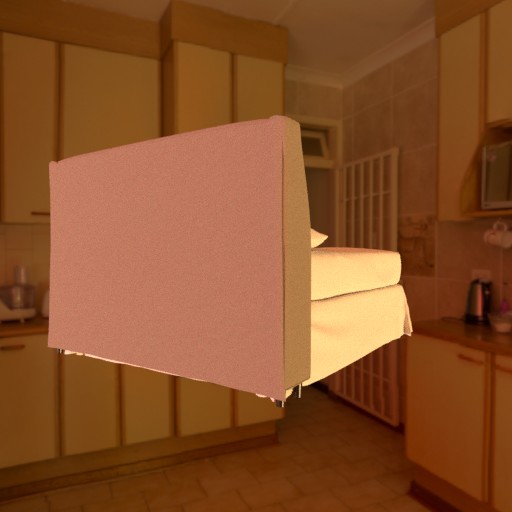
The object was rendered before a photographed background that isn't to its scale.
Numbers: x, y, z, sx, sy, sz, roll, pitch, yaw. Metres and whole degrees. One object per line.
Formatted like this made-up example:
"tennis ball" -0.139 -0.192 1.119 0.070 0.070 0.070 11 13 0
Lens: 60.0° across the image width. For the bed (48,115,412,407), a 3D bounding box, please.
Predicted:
"bed" 0.000 0.000 3.414 1.925 1.332 2.276 1 1 35
